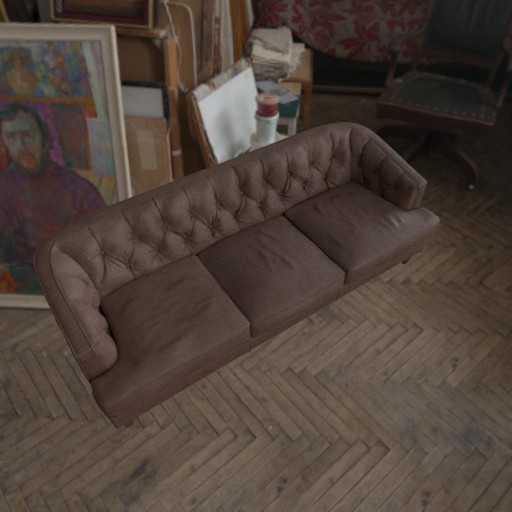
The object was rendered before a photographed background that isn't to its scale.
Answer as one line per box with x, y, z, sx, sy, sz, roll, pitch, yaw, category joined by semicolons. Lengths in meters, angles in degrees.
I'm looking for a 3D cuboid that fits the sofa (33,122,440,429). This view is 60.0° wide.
0.000;0.000;2.636;2.227;0.787;0.927;-26;52;-22;sofa
